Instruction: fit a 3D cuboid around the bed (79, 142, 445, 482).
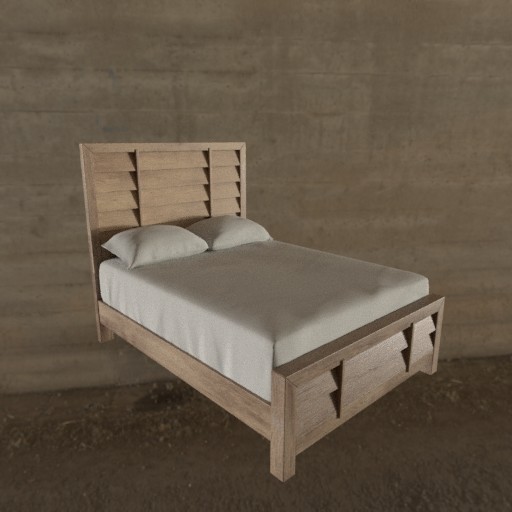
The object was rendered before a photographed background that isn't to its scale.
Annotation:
[{"bbox_3d":[0.000,0.000,3.308,1.626,1.626,2.197,-13,20,-41],"label":"bed"}]
